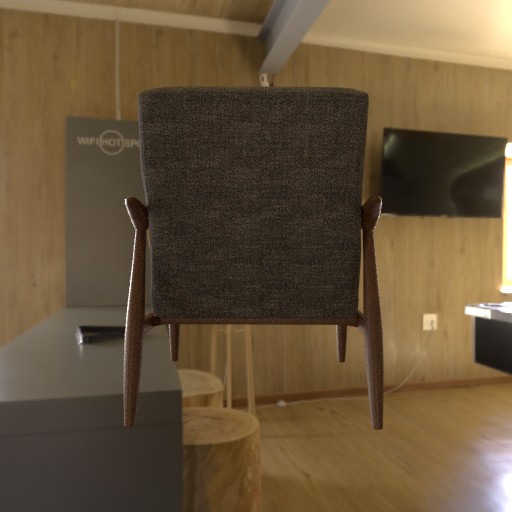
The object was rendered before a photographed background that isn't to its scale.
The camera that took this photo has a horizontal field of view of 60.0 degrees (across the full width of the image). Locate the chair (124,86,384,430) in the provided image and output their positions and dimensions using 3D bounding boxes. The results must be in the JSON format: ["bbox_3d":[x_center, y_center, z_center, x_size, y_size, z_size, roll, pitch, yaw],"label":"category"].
[{"bbox_3d":[0.000,0.000,1.440,0.741,0.832,0.798,0,1,1],"label":"chair"}]
